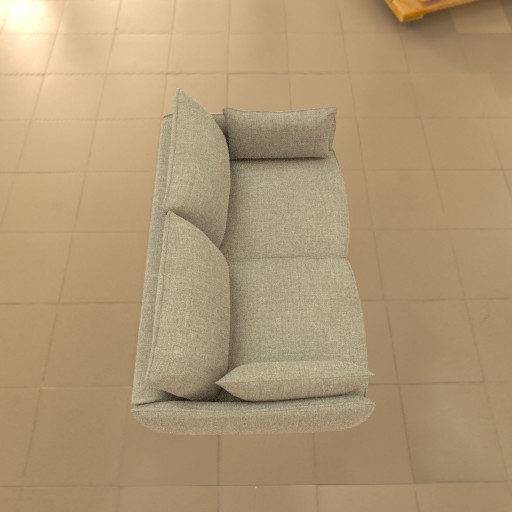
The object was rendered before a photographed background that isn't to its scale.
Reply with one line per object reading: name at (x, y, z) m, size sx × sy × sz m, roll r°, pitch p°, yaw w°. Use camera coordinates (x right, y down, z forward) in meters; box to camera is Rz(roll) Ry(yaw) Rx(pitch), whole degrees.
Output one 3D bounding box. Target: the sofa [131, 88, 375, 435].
sofa at (0.000, 0.000, 2.144) m, size 0.972 × 0.851 × 1.580 m, roll -1°, pitch 62°, yaw 0°
